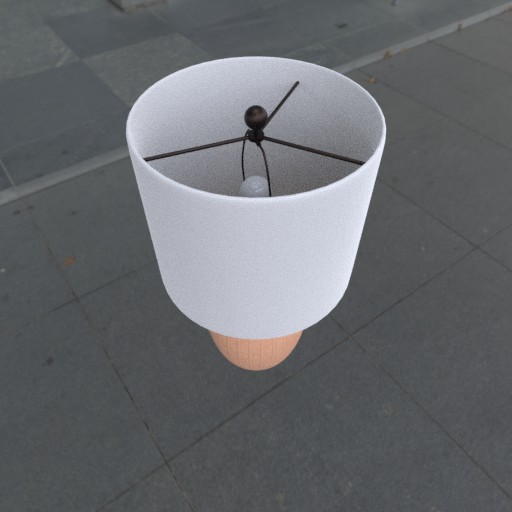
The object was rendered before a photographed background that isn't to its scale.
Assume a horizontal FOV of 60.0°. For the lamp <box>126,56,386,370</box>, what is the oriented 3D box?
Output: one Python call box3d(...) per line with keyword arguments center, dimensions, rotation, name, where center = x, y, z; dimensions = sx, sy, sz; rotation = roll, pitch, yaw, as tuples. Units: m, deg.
box3d(center=(0.000, 0.000, 0.772), dimensions=(0.329, 0.570, 0.329), rotation=(0, 49, 0), name="lamp")
